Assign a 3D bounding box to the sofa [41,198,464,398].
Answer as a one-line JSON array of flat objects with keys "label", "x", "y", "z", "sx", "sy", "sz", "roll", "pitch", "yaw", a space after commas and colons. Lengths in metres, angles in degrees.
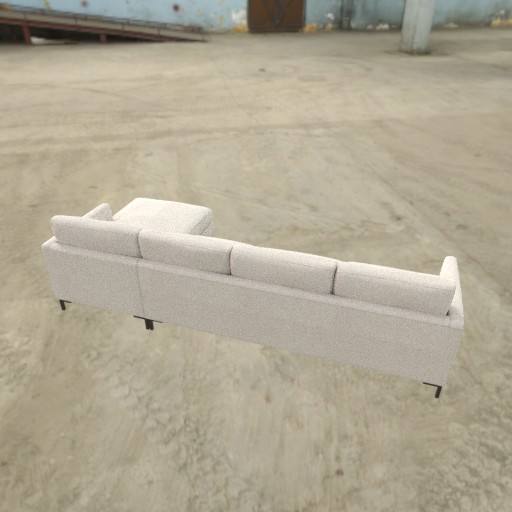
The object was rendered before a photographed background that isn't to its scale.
[{"label": "sofa", "x": 0.000, "y": 0.000, "z": 2.909, "sx": 2.445, "sy": 0.677, "sz": 1.126, "roll": 10, "pitch": 33, "yaw": 16}]
